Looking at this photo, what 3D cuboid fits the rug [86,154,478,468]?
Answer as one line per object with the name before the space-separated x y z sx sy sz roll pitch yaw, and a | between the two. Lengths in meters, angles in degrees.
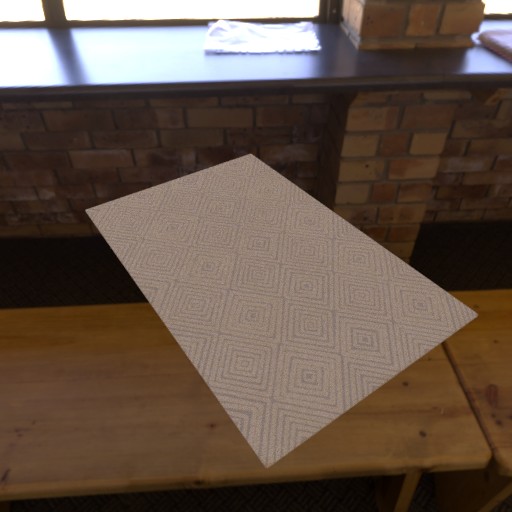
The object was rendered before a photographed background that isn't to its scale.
rug | 0.000 0.000 2.227 1.143 0.008 1.753 -25 47 -25
